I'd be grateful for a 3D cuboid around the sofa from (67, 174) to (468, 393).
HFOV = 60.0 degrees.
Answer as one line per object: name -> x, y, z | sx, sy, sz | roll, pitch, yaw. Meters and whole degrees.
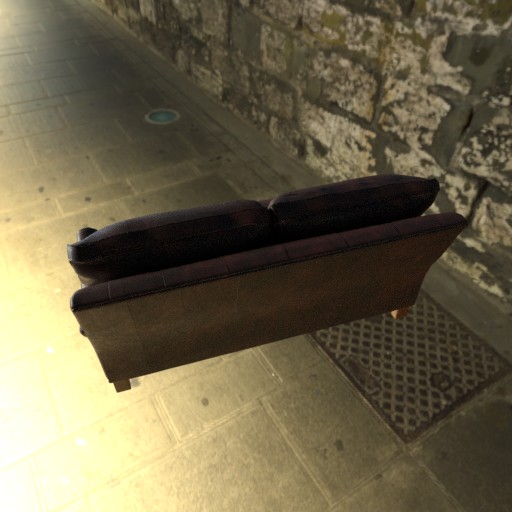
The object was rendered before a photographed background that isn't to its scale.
sofa -> 0.000, 0.000, 2.825 | 2.144, 1.071, 1.147 | -12, 43, -13
